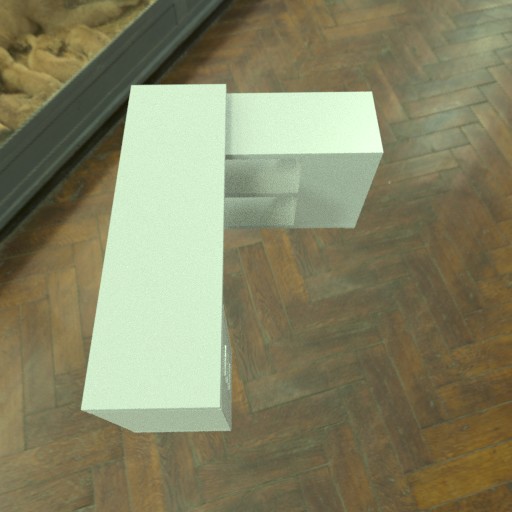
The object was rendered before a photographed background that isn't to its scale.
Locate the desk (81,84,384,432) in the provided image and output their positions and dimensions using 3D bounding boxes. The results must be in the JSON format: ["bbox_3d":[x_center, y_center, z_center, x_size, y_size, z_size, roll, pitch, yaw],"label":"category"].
[{"bbox_3d":[0.000,0.000,2.170,1.200,0.753,1.524,-1,63,0],"label":"desk"}]
